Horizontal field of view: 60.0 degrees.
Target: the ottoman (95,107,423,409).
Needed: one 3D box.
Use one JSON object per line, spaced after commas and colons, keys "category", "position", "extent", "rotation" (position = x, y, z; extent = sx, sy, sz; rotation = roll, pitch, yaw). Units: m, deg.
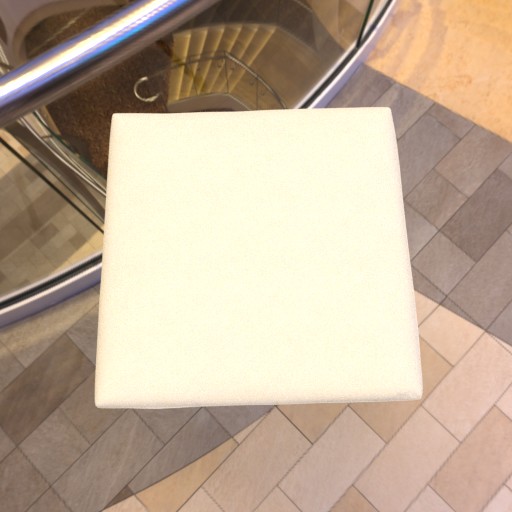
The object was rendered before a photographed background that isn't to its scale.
{"category": "ottoman", "position": [0.000, 0.000, 1.812], "extent": [1.163, 0.482, 1.167], "rotation": [-1, 76, 0]}
